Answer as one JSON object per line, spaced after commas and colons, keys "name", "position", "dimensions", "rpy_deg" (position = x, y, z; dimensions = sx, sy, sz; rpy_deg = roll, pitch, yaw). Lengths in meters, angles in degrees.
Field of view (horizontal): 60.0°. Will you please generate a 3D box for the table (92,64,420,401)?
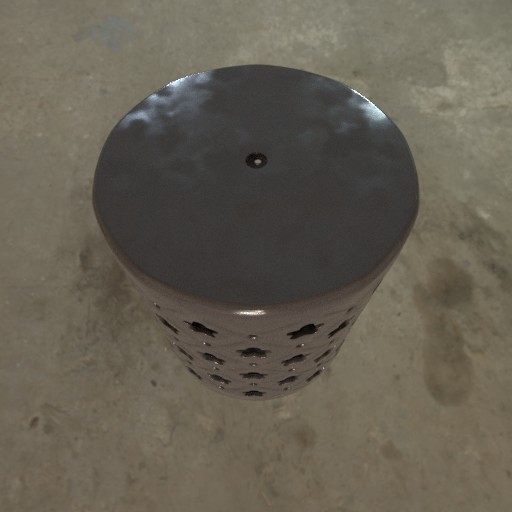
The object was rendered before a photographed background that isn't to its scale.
{"name": "table", "position": [0.000, 0.000, 0.636], "dimensions": [0.352, 0.387, 0.352], "rpy_deg": [0, 58, 0]}
